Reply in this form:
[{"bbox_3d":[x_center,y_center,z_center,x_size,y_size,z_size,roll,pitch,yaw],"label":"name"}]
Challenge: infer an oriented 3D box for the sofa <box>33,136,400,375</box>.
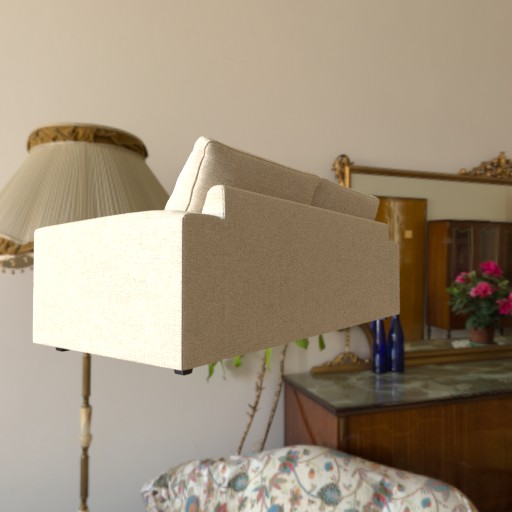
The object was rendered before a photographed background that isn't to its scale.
[{"bbox_3d":[0.000,0.000,2.729,1.040,0.922,2.299,-1,-2,36],"label":"sofa"}]
